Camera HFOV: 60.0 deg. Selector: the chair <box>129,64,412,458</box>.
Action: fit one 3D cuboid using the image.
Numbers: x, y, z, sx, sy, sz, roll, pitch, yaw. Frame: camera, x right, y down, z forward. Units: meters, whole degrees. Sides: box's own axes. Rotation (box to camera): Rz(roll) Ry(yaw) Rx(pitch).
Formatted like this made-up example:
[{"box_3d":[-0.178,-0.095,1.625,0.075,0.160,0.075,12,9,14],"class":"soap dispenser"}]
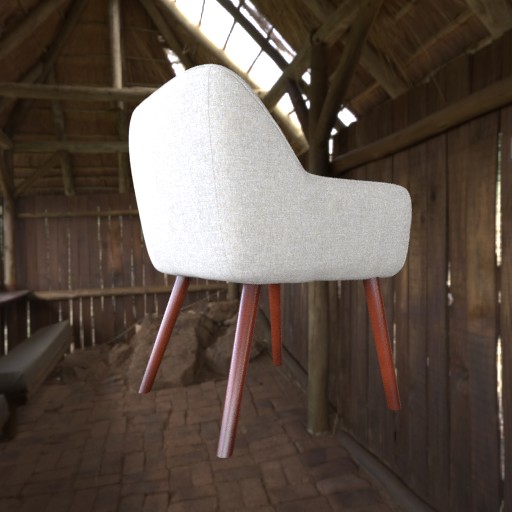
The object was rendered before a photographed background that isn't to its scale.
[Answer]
[{"box_3d":[0.000,0.000,1.248,0.610,0.813,0.610,-1,1,-34],"class":"chair"}]
